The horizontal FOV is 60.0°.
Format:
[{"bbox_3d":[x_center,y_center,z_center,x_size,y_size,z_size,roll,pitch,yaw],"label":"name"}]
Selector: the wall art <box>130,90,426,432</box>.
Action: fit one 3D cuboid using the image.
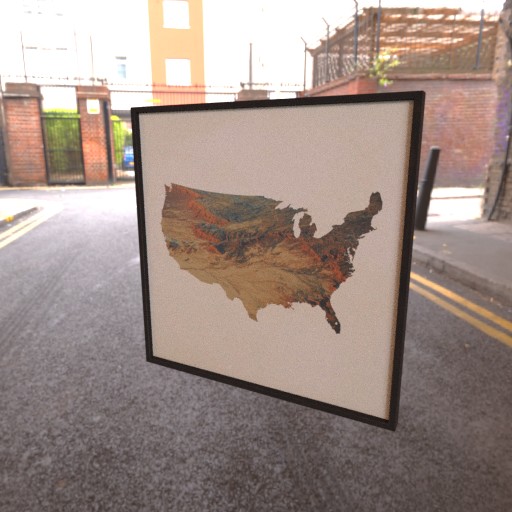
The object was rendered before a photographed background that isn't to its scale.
[{"bbox_3d":[0.000,0.000,1.148,0.762,0.762,0.038,7,15,27],"label":"wall art"}]
